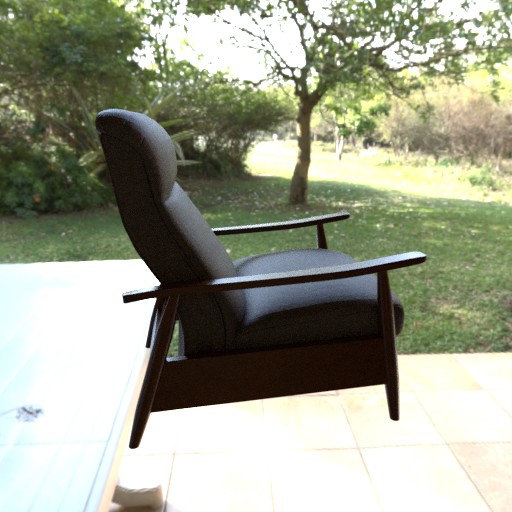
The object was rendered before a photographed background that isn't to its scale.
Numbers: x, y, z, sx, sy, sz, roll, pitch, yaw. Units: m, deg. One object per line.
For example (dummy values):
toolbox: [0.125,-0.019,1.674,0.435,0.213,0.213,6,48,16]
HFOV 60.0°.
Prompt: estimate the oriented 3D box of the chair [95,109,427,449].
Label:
chair: [0.000,0.000,1.741,1.014,1.081,0.762,-3,17,-9]
